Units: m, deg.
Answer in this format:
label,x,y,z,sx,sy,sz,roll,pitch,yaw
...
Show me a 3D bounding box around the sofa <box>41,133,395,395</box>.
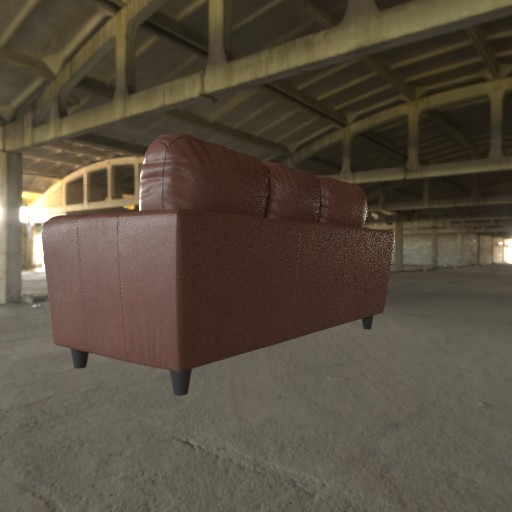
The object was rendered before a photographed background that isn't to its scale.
label,x,y,z,sx,sy,sz,roll,pitch,yaw
sofa,0.000,0.000,2.288,0.802,0.915,1.862,0,1,37
